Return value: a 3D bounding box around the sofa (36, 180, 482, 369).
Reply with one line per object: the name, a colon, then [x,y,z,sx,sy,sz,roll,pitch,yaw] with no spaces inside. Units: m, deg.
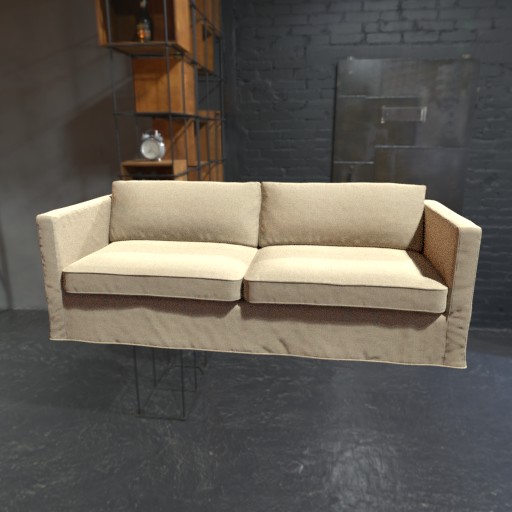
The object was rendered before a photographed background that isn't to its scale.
sofa: [0.000,0.000,2.724,2.312,0.853,0.962,2,16,8]
